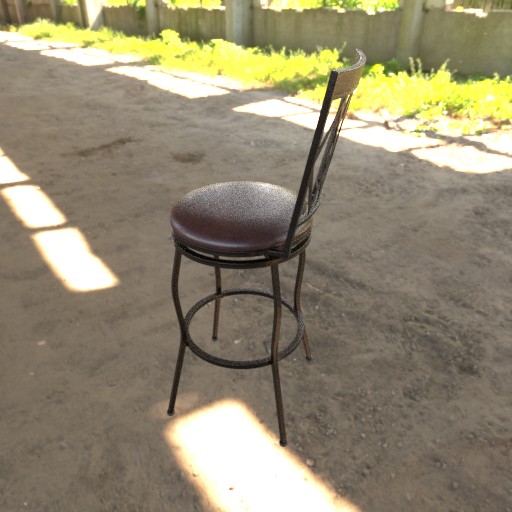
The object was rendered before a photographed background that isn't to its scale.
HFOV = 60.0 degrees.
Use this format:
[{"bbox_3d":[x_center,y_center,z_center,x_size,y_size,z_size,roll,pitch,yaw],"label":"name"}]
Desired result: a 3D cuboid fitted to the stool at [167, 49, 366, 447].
[{"bbox_3d":[0.000,0.000,1.364,0.521,1.134,0.432,9,32,15],"label":"stool"}]
